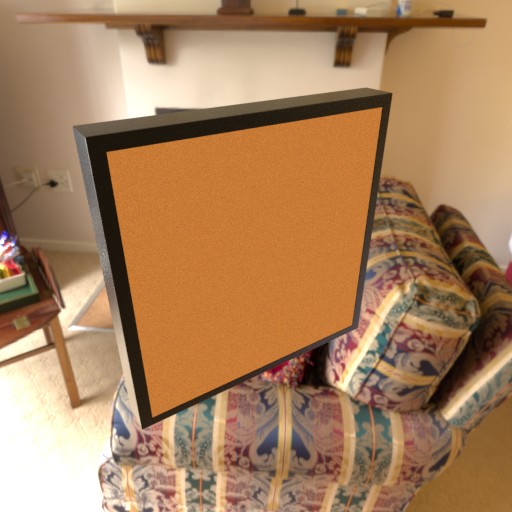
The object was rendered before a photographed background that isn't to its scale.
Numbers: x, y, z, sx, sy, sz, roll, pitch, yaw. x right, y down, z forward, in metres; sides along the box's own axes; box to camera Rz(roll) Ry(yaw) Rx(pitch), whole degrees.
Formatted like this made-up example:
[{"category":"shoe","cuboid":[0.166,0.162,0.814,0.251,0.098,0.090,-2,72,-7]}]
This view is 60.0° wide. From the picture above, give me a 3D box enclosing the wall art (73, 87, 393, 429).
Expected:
[{"category":"wall art","cuboid":[0.000,0.000,0.460,0.299,0.299,0.037,-18,35,-28]}]
